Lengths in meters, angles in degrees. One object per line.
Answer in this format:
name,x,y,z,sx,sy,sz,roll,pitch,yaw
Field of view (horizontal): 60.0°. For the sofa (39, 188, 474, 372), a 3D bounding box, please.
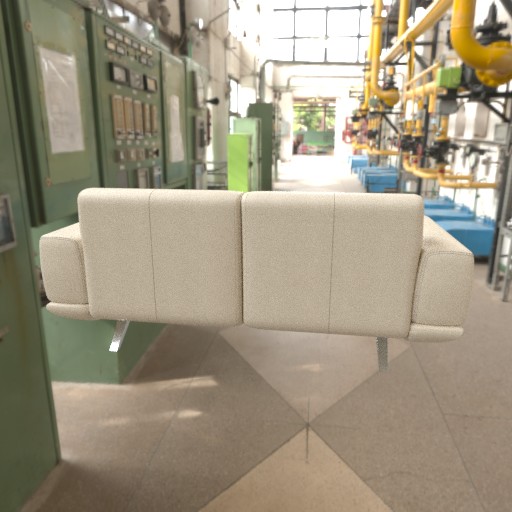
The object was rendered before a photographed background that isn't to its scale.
sofa,0.000,0.000,2.332,1.901,0.772,0.900,2,16,8
